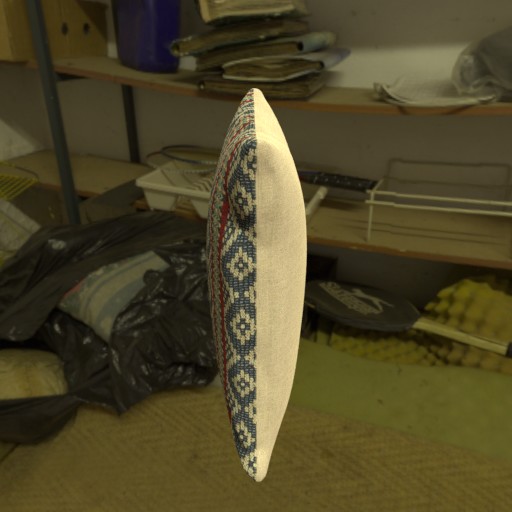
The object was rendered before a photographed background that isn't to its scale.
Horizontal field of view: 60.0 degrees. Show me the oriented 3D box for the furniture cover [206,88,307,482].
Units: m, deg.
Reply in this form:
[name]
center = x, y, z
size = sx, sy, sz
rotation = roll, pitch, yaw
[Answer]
[furniture cover]
center = 0.000, 0.000, 0.661
size = 0.139, 0.431, 0.431
rotation = 0, 26, -1
